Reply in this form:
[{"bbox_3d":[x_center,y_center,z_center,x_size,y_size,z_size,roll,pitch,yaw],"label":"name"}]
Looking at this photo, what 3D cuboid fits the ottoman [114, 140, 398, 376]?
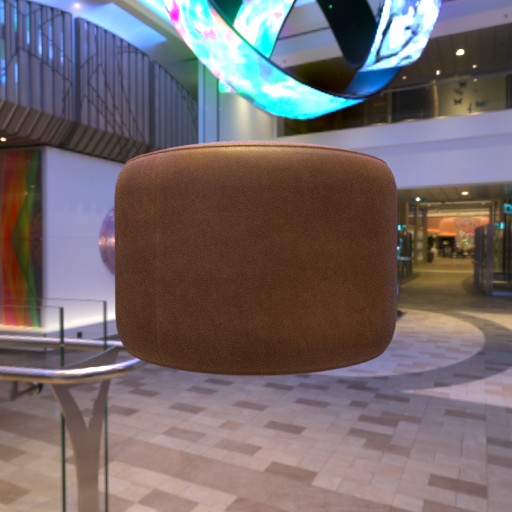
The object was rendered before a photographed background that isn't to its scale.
[{"bbox_3d":[0.000,0.000,1.000,0.607,0.438,0.607,0,1,0],"label":"ottoman"}]
